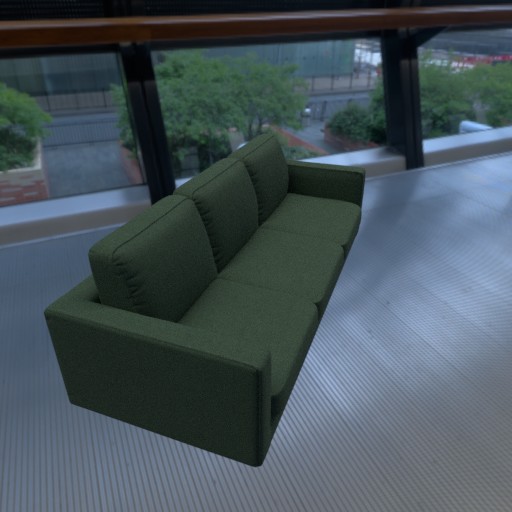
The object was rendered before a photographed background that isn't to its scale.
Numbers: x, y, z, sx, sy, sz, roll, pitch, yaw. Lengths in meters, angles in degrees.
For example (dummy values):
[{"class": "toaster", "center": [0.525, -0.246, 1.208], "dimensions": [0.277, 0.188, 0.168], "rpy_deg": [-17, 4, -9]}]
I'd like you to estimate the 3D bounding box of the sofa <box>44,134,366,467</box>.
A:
[{"class": "sofa", "center": [0.000, 0.000, 2.397], "dimensions": [0.879, 0.899, 2.029], "rpy_deg": [11, 31, 18]}]
